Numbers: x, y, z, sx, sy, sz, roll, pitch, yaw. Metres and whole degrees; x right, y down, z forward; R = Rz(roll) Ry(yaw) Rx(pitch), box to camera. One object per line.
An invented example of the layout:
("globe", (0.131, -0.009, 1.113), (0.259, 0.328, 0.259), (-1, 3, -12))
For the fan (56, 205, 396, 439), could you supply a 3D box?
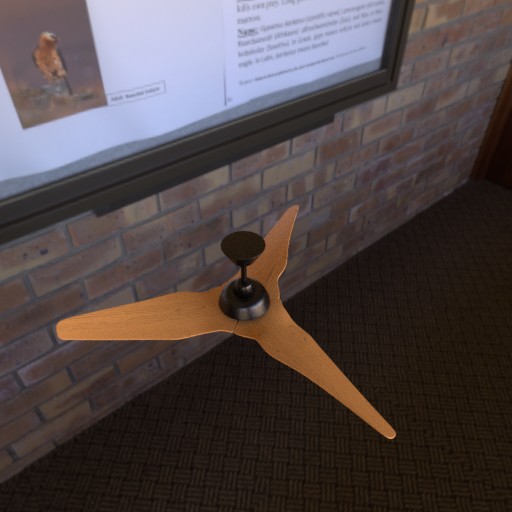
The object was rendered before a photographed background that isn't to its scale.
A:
("fan", (0.000, 0.000, 1.645), (1.142, 0.355, 1.010), (12, 43, 14))
